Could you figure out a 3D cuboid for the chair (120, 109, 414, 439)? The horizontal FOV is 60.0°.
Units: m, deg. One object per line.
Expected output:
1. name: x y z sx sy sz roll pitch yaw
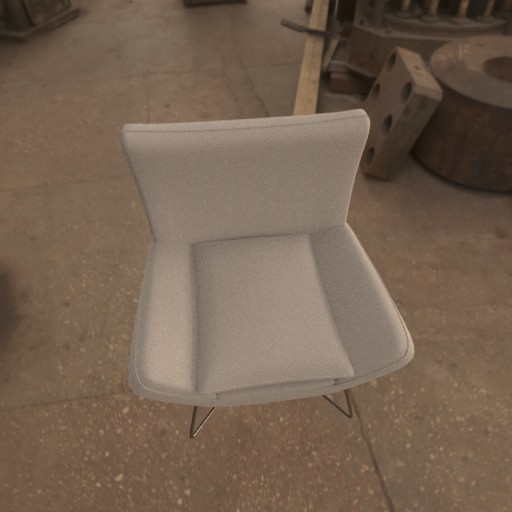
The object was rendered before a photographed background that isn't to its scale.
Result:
1. chair: 0.000 0.000 1.629 0.859 0.855 1.008 -5 46 -5
